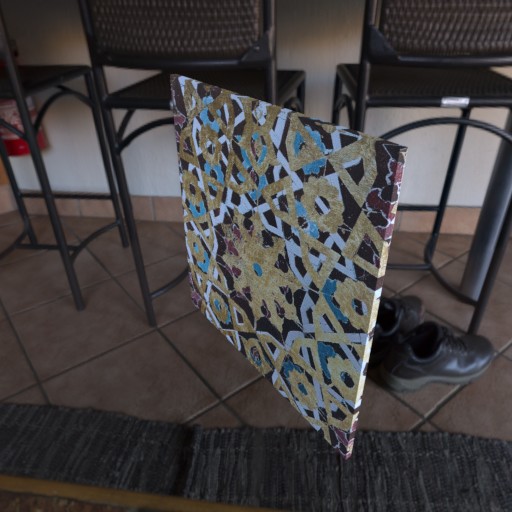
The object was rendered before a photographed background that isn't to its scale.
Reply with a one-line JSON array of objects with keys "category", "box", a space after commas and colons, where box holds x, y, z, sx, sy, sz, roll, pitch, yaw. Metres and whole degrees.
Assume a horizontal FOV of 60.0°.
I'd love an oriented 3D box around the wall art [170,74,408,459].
[{"category": "wall art", "box": [0.000, 0.000, 0.600, 0.010, 0.406, 0.404, -21, 38, -30]}]
